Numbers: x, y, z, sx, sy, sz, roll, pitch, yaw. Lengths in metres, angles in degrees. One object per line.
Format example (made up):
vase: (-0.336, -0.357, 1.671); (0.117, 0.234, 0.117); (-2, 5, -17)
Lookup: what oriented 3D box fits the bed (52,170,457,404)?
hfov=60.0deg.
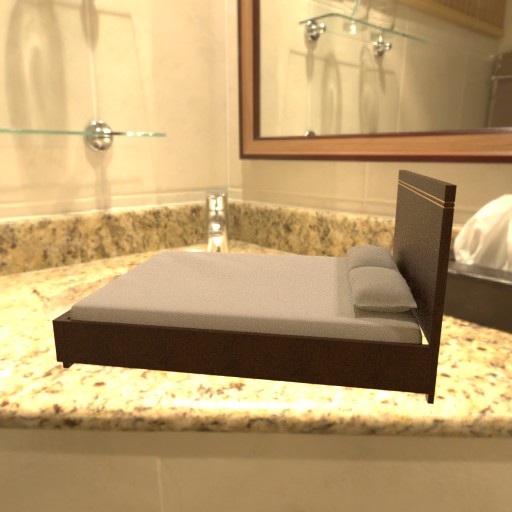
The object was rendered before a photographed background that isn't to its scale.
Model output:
bed: (0.000, 0.000, 3.205); (2.221, 1.169, 1.613); (2, 14, 10)
